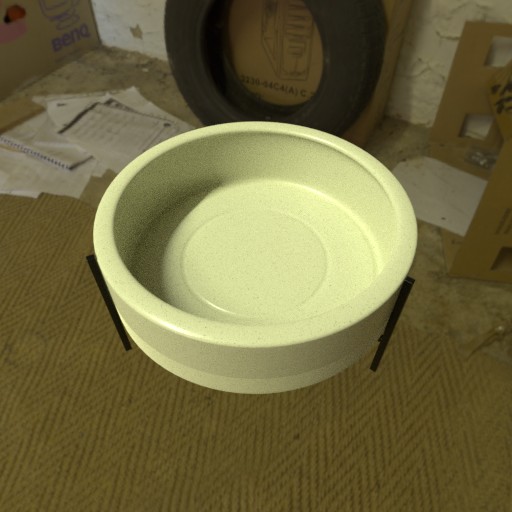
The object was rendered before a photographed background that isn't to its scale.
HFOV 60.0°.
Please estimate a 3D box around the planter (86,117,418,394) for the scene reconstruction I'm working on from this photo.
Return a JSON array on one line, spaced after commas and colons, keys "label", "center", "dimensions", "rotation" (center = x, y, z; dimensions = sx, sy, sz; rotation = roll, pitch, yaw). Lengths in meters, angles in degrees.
[{"label": "planter", "center": [0.000, 0.000, 0.534], "dimensions": [0.336, 0.171, 0.345], "rotation": [4, 48, 4]}]
